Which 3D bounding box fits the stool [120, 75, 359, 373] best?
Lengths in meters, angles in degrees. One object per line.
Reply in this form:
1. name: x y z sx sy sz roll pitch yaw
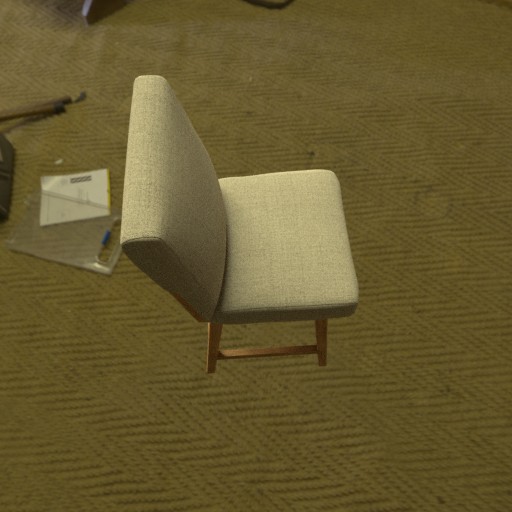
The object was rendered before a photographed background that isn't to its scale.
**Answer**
1. stool: 0.000 0.000 1.330 0.526 1.010 0.459 -3 63 -2
